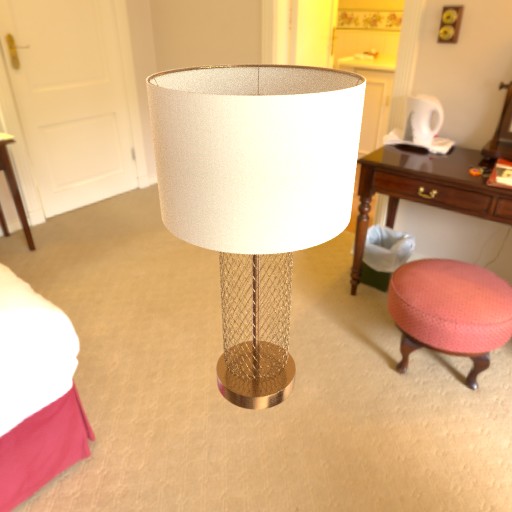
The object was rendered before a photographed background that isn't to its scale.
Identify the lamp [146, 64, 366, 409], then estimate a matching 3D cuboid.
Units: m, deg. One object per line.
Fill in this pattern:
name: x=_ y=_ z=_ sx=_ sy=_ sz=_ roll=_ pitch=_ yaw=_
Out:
lamp: x=0.000 y=0.000 z=0.637 sx=0.252 sy=0.483 sz=0.252 roll=1 pitch=30 yaw=2
